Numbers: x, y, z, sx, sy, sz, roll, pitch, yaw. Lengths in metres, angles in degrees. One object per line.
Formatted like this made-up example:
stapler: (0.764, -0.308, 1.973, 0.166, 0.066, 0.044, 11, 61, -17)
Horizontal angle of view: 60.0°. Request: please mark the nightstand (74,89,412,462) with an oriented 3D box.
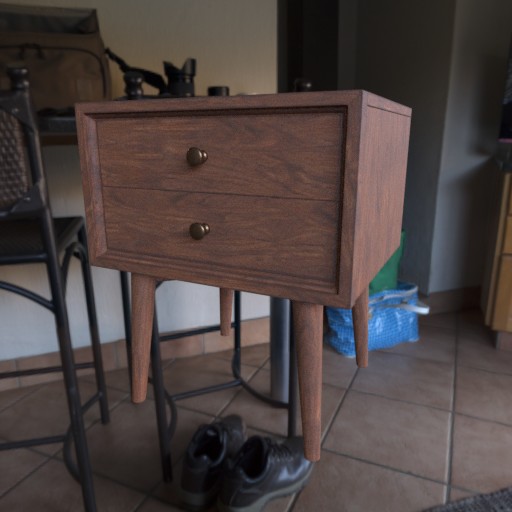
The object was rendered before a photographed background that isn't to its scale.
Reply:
nightstand: (0.000, 0.000, 0.943, 0.521, 0.607, 0.445, 7, 17, 26)
